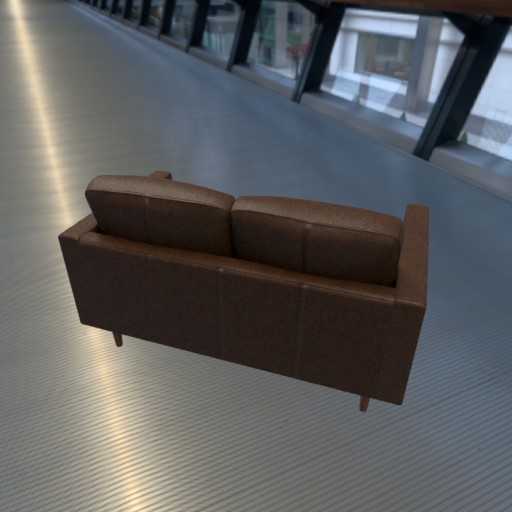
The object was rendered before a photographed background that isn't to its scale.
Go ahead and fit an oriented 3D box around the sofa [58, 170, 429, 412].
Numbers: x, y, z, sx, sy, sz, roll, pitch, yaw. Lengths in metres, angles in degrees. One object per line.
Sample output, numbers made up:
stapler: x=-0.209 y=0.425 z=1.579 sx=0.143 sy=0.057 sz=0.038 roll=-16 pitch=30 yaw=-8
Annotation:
sofa: x=0.000 y=0.000 z=2.239 sx=1.578 sy=0.951 sz=0.909 roll=10 pitch=33 yaw=16
